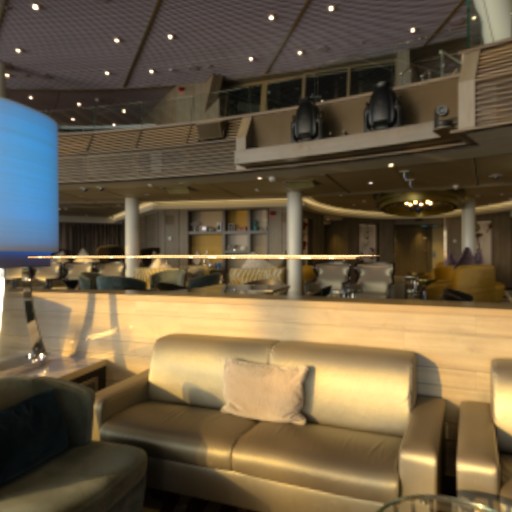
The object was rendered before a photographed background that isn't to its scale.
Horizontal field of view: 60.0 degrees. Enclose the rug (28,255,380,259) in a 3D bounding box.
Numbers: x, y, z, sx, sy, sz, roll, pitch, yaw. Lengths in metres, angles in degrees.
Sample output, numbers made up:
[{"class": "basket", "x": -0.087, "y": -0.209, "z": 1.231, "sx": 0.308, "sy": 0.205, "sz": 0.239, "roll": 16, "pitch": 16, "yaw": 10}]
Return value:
[{"class": "rug", "x": 0.000, "y": 0.000, "z": 2.226, "sx": 1.152, "sy": 0.013, "sz": 1.761, "roll": 0, "pitch": 0, "yaw": 18}]
